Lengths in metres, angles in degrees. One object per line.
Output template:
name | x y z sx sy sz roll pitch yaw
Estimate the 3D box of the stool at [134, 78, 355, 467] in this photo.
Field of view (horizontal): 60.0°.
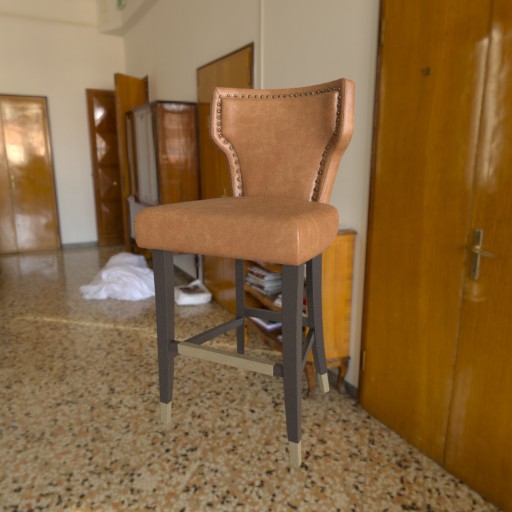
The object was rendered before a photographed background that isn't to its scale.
stool | 0.000 0.000 1.427 0.526 1.092 0.563 6 14 26
